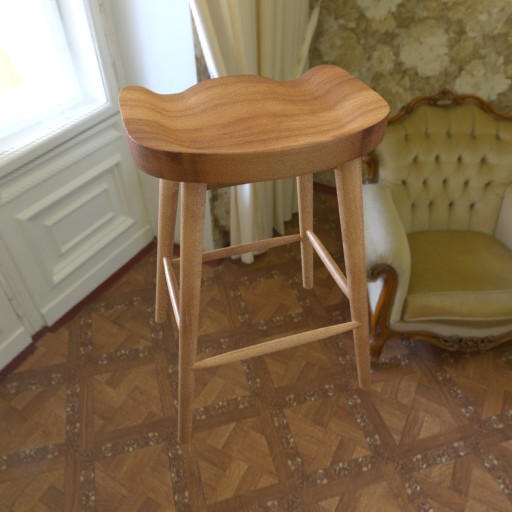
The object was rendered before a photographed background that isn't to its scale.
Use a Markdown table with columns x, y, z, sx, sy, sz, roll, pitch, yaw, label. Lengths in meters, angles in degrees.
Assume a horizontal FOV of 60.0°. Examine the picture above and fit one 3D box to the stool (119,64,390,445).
| x | y | z | sx | sy | sz | roll | pitch | yaw | label |
| --- | --- | --- | --- | --- | --- | --- | --- | --- | --- |
| 0.000 | 0.000 | 0.877 | 0.440 | 0.615 | 0.361 | -12 | 42 | -13 | stool |
